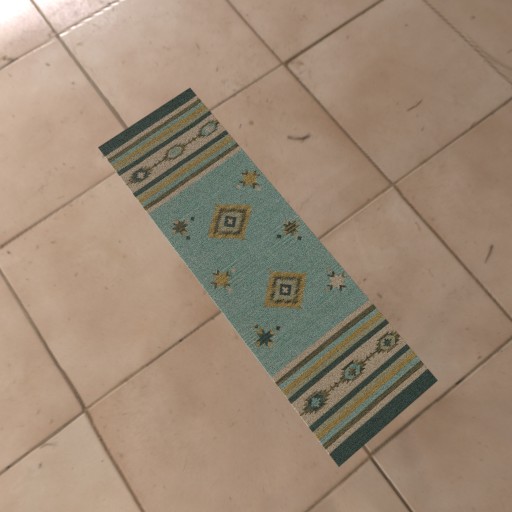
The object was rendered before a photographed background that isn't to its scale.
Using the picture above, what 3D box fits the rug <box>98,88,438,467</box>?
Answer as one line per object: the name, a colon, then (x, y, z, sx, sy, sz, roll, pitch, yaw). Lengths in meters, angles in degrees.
rug: (0.000, 0.000, 2.729, 0.744, 0.010, 2.441, -37, 78, -9)
